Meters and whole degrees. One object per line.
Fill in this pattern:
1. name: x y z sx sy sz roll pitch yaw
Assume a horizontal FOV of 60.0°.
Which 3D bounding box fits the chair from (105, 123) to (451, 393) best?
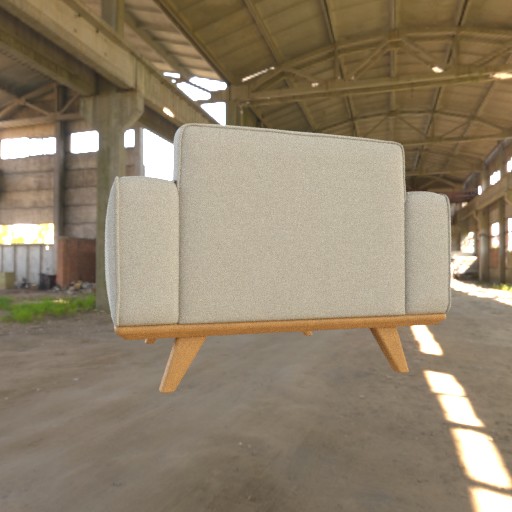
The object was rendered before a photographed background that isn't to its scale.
1. chair: 0.000 0.000 1.746 1.115 0.779 0.953 0 -1 -17
